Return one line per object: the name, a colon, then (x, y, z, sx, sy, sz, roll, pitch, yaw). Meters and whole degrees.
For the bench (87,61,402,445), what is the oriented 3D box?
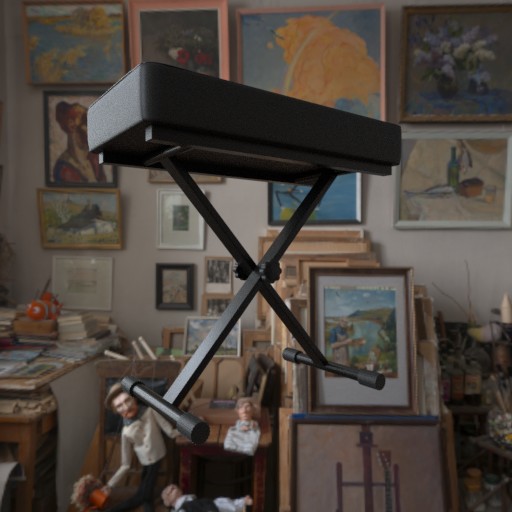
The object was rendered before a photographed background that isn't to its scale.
bench: (0.000, 0.000, 0.914, 0.600, 0.561, 0.300, -1, 2, -36)
